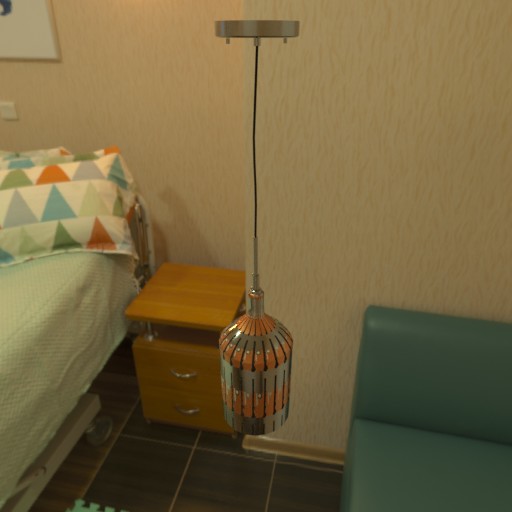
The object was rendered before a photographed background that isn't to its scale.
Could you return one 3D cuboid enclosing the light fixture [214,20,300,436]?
[{"bbox_3d":[0.000,0.000,1.639,0.303,1.535,0.303,0,27,0],"label":"light fixture"}]
